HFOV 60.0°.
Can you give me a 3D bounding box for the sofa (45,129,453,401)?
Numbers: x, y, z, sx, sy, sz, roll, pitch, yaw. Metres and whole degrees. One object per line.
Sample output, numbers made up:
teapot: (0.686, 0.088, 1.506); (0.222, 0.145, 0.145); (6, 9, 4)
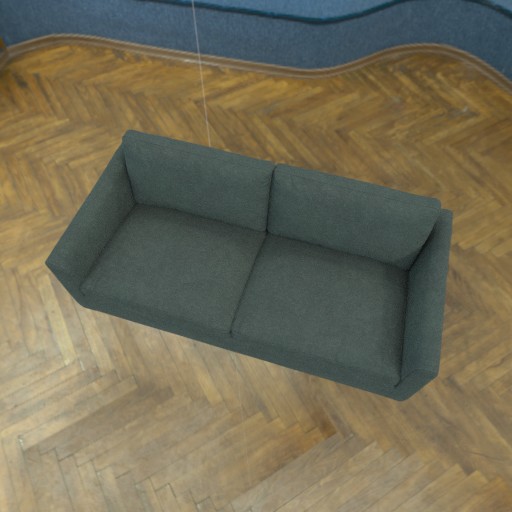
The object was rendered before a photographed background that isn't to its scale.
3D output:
sofa: (0.000, 0.000, 2.832); (2.257, 0.838, 1.092); (15, 59, 9)
